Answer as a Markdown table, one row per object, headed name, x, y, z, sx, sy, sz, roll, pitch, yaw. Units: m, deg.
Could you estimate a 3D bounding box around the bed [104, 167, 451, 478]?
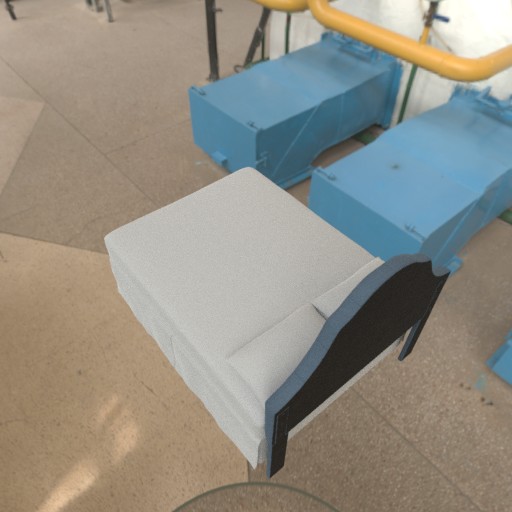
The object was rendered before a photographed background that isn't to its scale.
| name | x | y | z | sx | sy | sz | roll | pitch | yaw |
| --- | --- | --- | --- | --- | --- | --- | --- | --- | --- |
| bed | 0.000 | 0.000 | 3.294 | 1.636 | 1.575 | 2.155 | -31 | 54 | -25 |
